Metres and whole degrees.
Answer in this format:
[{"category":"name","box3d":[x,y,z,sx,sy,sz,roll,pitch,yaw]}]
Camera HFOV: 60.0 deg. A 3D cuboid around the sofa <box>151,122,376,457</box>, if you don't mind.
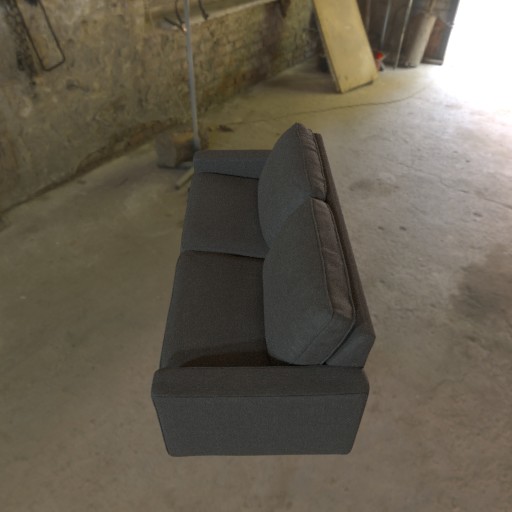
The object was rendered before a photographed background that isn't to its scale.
[{"category":"sofa","box3d":[0.000,0.000,2.655,0.940,0.919,2.080,-1,42,-1]}]
